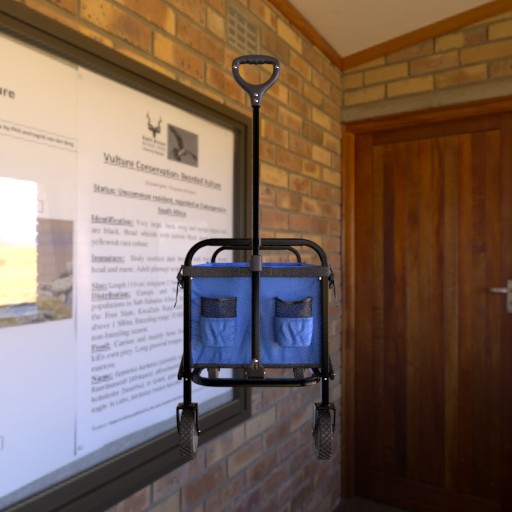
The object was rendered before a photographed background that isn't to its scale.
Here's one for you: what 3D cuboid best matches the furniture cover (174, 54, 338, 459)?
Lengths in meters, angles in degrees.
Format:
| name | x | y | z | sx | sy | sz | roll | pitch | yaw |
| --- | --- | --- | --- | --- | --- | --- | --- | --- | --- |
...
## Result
| name | x | y | z | sx | sy | sz | roll | pitch | yaw |
| --- | --- | --- | --- | --- | --- | --- | --- | --- | --- |
| furniture cover | 0.000 | 0.000 | 1.799 | 0.532 | 1.295 | 1.038 | 0 | 0 | 0 |
